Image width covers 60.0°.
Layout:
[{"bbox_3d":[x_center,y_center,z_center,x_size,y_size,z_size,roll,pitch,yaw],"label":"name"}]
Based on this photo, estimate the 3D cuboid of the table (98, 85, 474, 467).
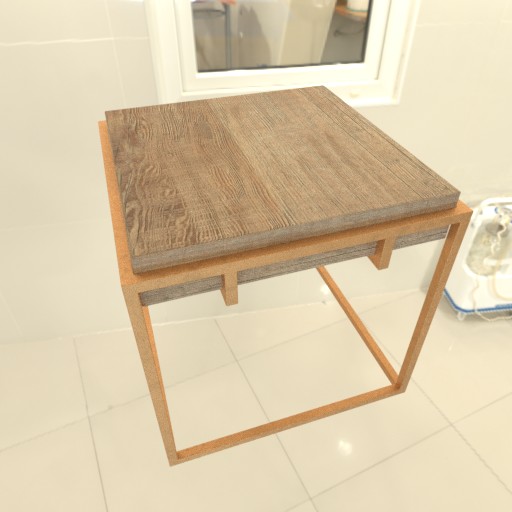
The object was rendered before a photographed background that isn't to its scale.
[{"bbox_3d":[0.000,0.000,1.084,0.599,0.584,0.599,-12,41,-14],"label":"table"}]
